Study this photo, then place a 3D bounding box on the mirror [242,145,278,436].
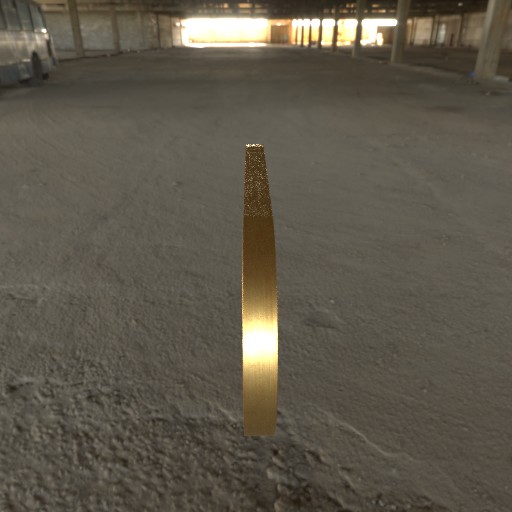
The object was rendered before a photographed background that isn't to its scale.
[{"bbox_3d":[0.000,0.000,0.667,0.032,0.254,0.584,0,27,-1],"label":"mirror"}]
